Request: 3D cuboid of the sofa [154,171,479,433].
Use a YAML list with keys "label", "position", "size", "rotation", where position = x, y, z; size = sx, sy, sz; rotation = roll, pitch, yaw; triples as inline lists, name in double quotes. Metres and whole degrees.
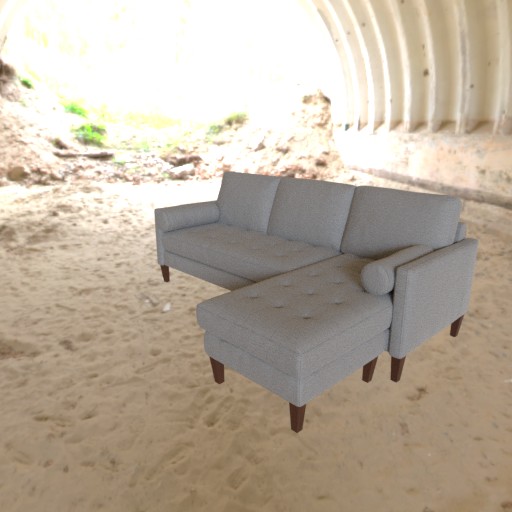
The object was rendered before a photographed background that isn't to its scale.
- label: "sofa"
  position: [0.000, 0.000, 2.849]
  size: [1.506, 0.875, 2.178]
  rotation: [-16, 23, -42]
